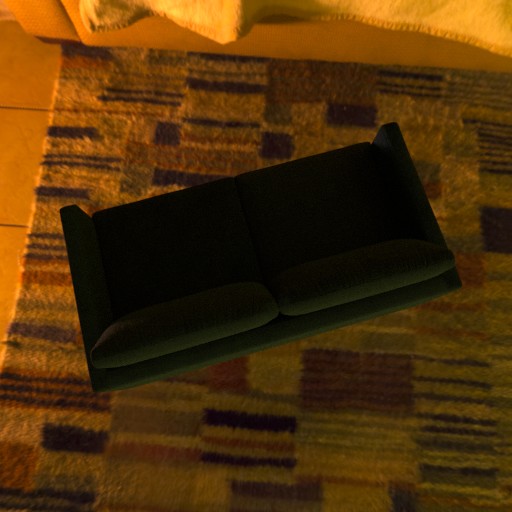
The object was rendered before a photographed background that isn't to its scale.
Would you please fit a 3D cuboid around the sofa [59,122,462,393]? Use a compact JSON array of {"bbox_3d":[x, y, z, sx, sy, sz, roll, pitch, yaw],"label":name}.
[{"bbox_3d":[0.000,0.000,2.187,1.676,0.817,0.875,-15,76,-4],"label":"sofa"}]
